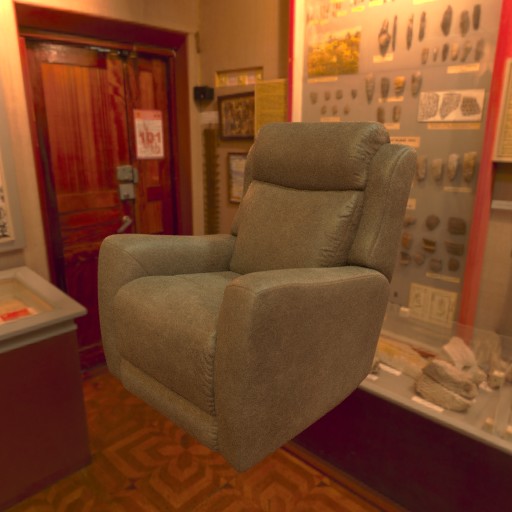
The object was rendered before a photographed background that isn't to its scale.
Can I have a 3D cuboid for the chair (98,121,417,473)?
[{"bbox_3d":[0.000,0.000,1.907,1.068,1.116,0.965,-15,22,-42],"label":"chair"}]
